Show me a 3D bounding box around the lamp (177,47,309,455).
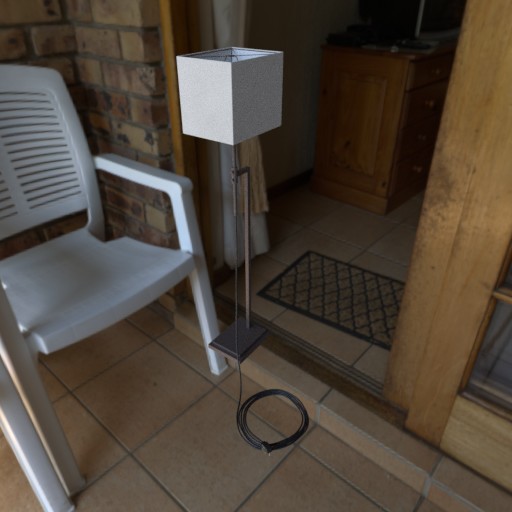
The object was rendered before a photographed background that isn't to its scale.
[{"bbox_3d":[0.000,0.000,2.001,0.774,1.600,0.698,21,37,30],"label":"lamp"}]
